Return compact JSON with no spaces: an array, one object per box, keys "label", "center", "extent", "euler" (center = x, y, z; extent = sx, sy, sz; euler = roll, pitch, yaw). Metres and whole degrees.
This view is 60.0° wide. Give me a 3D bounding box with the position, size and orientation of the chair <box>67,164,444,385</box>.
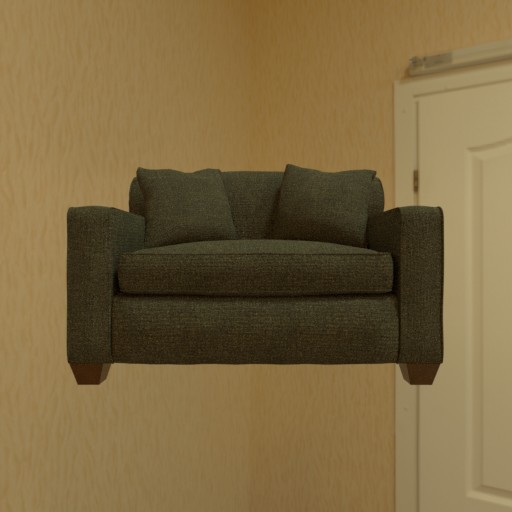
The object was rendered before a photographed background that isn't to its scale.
[{"label":"chair","center":[0.000,0.000,2.053],"extent":[1.383,0.948,1.000],"euler":[0,0,0]}]
